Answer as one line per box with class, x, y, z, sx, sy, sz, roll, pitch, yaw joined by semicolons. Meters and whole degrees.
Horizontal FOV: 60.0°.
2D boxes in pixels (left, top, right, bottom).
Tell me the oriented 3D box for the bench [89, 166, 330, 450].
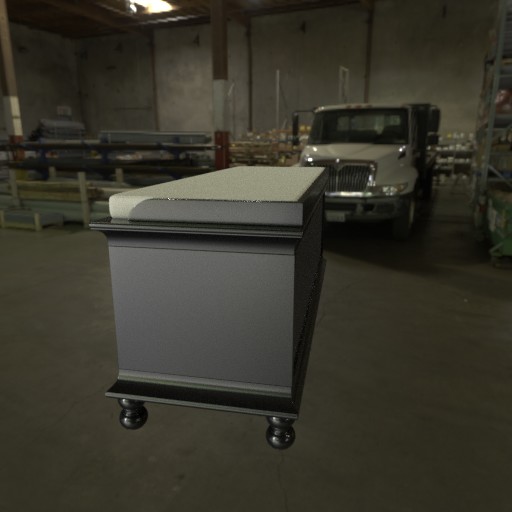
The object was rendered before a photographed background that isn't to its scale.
bench;0.000;0.000;1.406;0.402;0.501;1.185;3;15;11
